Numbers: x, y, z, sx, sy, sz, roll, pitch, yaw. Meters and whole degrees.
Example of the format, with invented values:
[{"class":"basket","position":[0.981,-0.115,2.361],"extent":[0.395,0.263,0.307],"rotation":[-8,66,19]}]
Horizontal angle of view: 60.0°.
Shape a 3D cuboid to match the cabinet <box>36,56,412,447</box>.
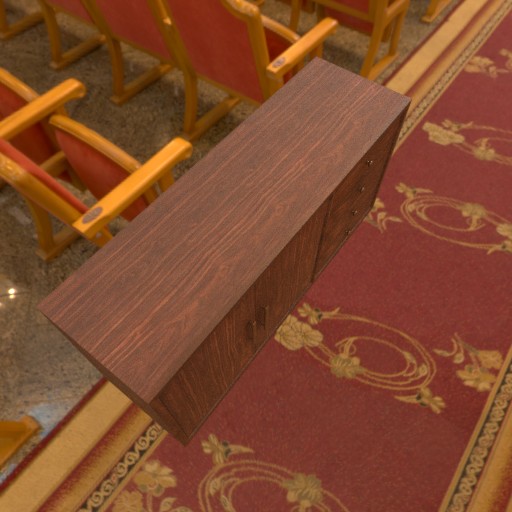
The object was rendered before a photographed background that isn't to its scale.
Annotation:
[{"class":"cabinet","position":[0.000,0.000,2.011],"extent":[0.505,0.940,1.575],"rotation":[33,64,19]}]
